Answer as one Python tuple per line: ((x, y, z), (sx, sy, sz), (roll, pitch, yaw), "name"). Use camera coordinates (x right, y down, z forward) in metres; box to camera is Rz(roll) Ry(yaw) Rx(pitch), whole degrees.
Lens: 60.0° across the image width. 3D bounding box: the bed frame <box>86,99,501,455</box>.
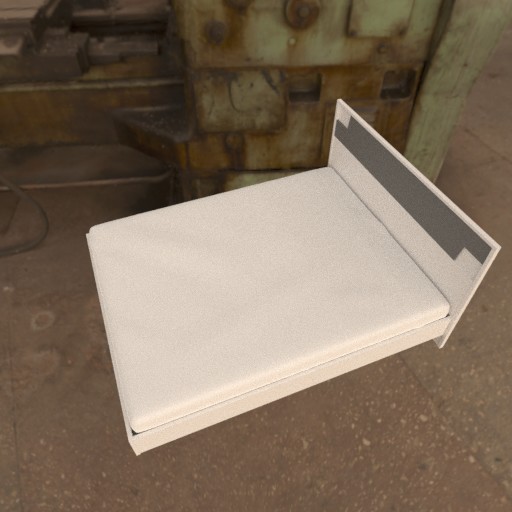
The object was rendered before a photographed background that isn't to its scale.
((0.000, 0.000, 2.976), (2.100, 1.001, 1.711), (-17, 49, -15), "bed frame")
